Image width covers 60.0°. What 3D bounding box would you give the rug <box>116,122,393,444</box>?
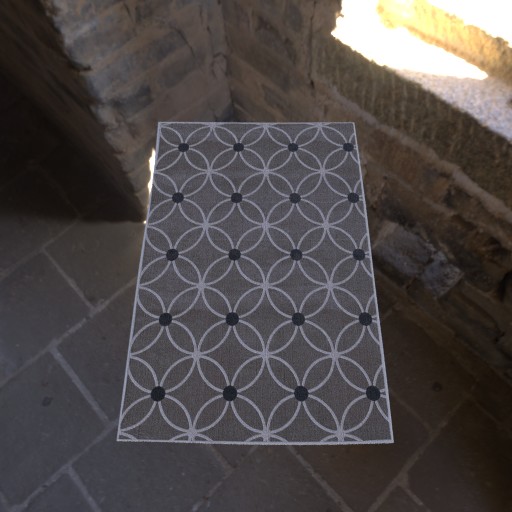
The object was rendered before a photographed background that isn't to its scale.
[{"bbox_3d":[0.000,0.000,2.915,1.522,0.008,2.284,0,64,0],"label":"rug"}]
